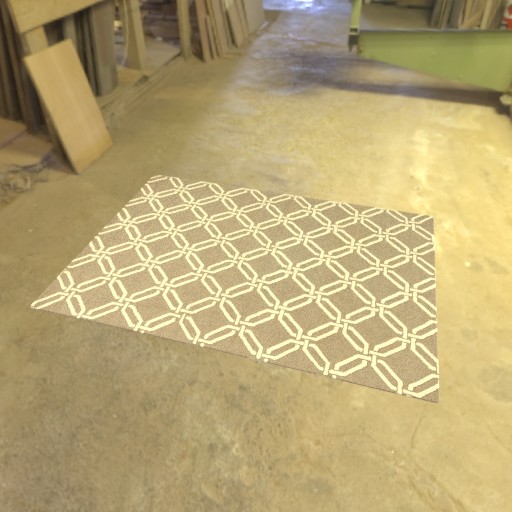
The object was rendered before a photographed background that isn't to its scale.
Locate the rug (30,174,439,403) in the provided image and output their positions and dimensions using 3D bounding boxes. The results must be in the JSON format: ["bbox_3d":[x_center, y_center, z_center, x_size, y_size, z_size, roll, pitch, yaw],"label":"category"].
[{"bbox_3d":[0.000,0.000,4.403,3.419,0.020,2.441,10,41,12],"label":"rug"}]
